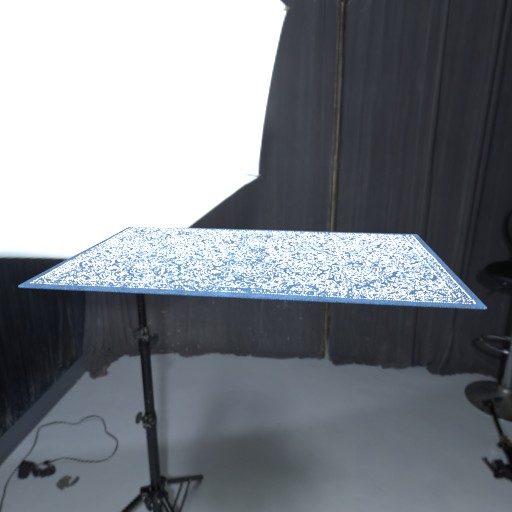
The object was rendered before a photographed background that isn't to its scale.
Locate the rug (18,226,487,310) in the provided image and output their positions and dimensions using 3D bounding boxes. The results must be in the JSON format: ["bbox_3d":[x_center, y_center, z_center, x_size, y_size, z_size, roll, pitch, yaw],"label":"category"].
[{"bbox_3d":[0.000,0.000,3.009,2.441,0.015,1.526,2,16,7],"label":"rug"}]
